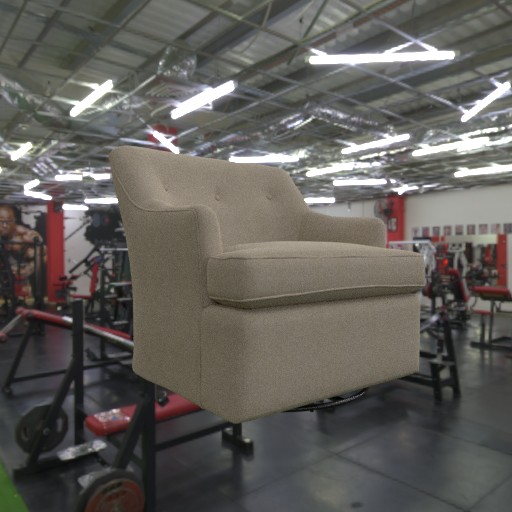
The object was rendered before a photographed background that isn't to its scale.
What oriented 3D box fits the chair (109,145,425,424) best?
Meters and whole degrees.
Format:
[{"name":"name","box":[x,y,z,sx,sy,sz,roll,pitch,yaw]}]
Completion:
[{"name":"chair","box":[0.000,0.000,1.615,0.864,0.856,0.923,-1,1,-37]}]
